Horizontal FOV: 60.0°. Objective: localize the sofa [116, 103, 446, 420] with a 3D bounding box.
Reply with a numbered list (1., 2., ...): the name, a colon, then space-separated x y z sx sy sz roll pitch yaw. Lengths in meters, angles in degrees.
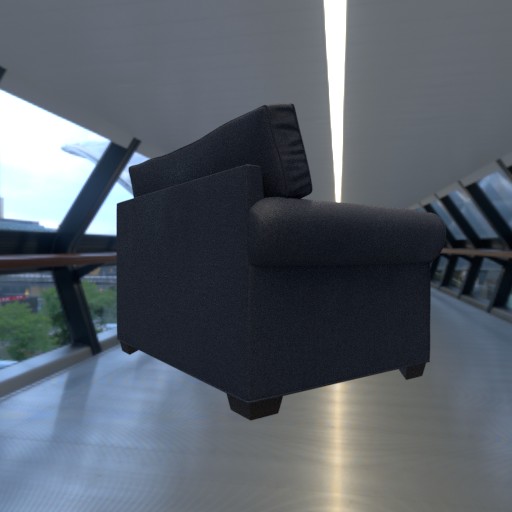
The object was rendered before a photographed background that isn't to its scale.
1. sofa: 0.000 0.000 2.096 0.938 1.004 1.405 0 0 -35
